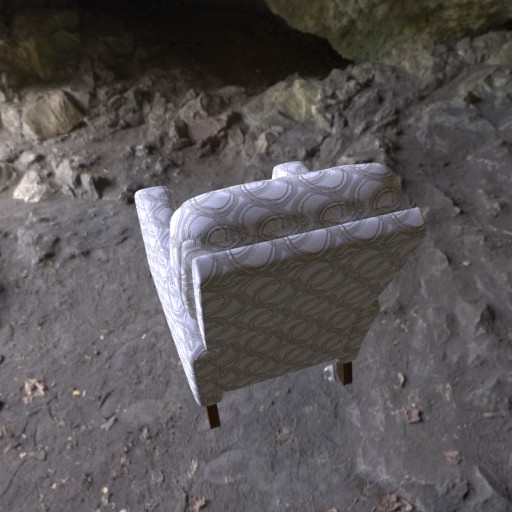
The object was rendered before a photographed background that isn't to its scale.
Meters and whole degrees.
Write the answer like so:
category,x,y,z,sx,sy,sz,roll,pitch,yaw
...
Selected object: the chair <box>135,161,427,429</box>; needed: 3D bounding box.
category,x,y,z,sx,sy,sz,roll,pitch,yaw
chair,0.000,0.000,1.739,0.796,1.065,0.995,-13,43,-14
